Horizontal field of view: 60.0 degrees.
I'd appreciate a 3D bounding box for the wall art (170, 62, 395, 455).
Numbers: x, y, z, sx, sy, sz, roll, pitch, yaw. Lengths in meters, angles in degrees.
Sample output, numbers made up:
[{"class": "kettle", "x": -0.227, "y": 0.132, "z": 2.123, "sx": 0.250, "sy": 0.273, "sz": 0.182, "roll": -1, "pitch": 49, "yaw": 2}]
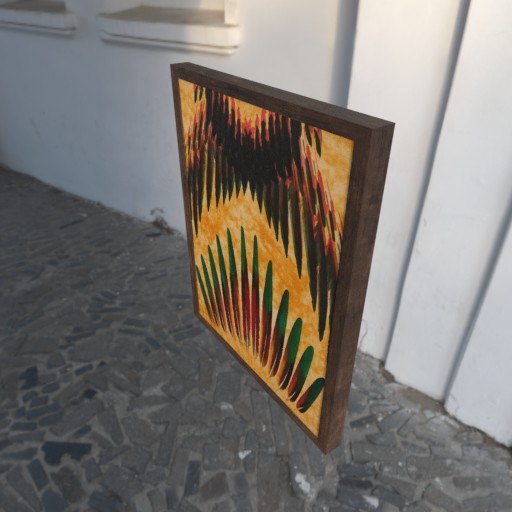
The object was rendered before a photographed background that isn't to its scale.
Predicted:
[{"class": "wall art", "x": 0.000, "y": 0.000, "z": 0.556, "sx": 0.027, "sy": 0.406, "sz": 0.329, "roll": -22, "pitch": 39, "yaw": -30}]
